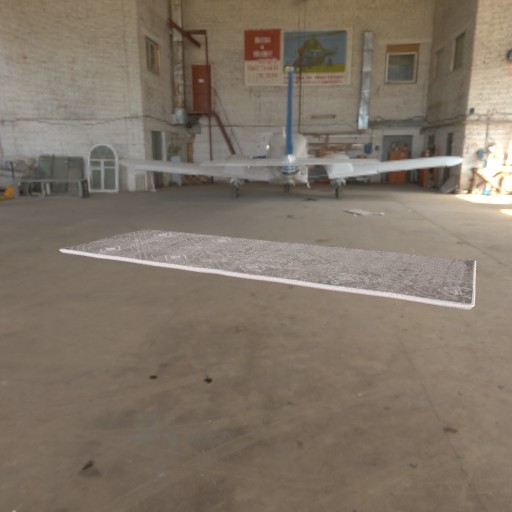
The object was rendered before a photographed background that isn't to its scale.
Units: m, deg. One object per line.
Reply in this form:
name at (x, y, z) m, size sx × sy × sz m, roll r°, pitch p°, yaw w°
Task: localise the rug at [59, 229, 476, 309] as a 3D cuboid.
rug at (0.000, 0.000, 2.668) m, size 2.381 × 0.035 × 0.832 m, roll 6°, pitch 15°, yaw 25°
